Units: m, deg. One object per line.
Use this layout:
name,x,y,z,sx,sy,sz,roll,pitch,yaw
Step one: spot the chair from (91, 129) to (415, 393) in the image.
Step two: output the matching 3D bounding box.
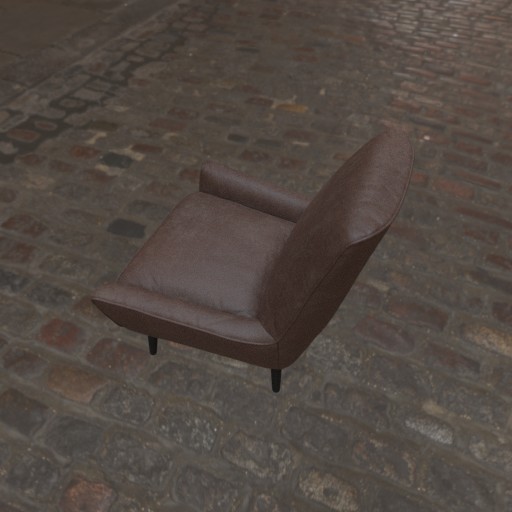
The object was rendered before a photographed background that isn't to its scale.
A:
chair,0.000,0.000,1.520,0.824,0.888,0.787,17,49,15
